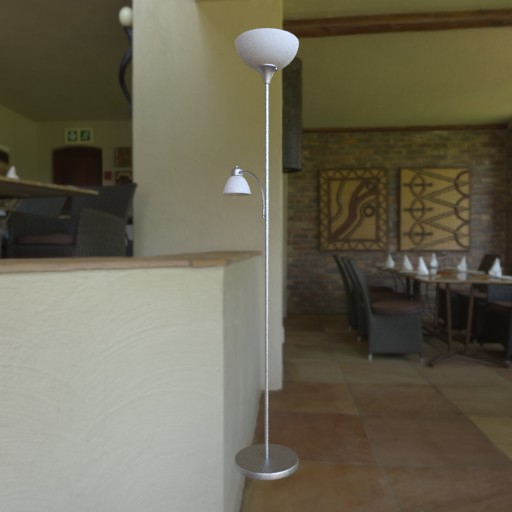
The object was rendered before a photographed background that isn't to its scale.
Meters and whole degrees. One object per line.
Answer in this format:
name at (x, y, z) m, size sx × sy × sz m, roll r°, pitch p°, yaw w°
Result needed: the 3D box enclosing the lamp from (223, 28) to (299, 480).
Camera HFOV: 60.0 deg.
lamp at (0.000, 0.000, 1.963) m, size 0.279 × 1.804 × 0.425 m, roll -1°, pitch 2°, yaw -37°
